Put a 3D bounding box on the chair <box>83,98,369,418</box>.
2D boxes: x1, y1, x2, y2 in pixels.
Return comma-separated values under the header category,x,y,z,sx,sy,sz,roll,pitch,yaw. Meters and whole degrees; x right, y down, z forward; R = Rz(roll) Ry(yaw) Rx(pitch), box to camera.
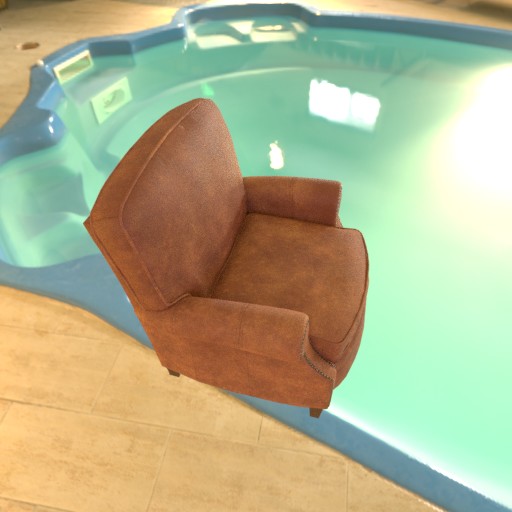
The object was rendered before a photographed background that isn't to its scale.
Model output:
category,x,y,z,sx,sy,sz,roll,pitch,yaw
chair,0.000,0.000,1.816,0.986,1.018,0.936,11,46,11
